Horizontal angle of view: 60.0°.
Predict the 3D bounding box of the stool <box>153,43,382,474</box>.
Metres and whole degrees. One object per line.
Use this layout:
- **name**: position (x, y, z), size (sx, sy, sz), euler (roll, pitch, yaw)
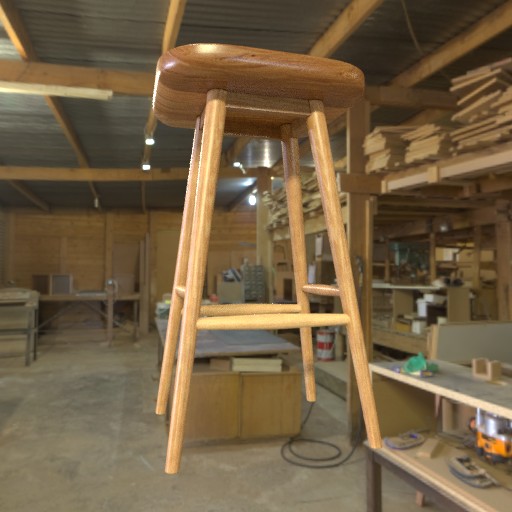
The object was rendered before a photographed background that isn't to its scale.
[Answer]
- **stool**: position (0.000, 0.000, 0.908), size (0.407, 0.698, 0.322), euler (1, -2, -16)
